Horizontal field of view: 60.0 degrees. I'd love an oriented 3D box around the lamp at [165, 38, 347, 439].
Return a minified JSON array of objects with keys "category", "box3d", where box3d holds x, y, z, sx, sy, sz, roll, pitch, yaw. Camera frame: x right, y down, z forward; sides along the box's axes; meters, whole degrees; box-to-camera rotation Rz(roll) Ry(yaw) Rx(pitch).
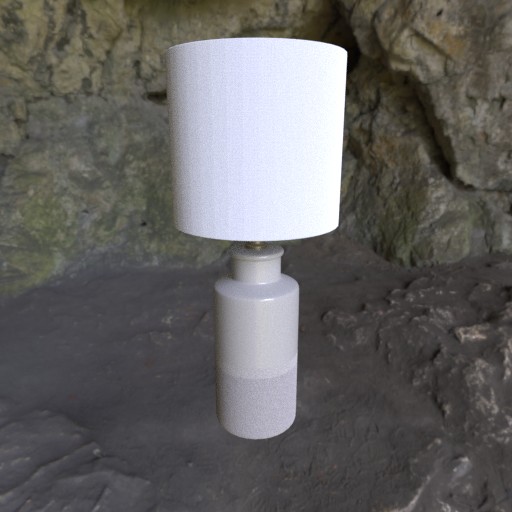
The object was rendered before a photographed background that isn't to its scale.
[{"category":"lamp","box3d":[0.000,0.000,0.592,0.212,0.493,0.212,7,17,24]}]
